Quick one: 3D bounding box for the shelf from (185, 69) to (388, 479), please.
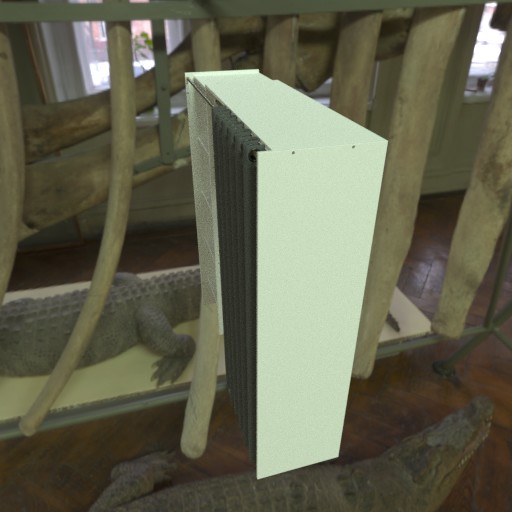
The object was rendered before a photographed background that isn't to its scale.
[{"bbox_3d":[0.000,0.000,2.626,0.500,1.810,1.600,-9,33,-14],"label":"shelf"}]
